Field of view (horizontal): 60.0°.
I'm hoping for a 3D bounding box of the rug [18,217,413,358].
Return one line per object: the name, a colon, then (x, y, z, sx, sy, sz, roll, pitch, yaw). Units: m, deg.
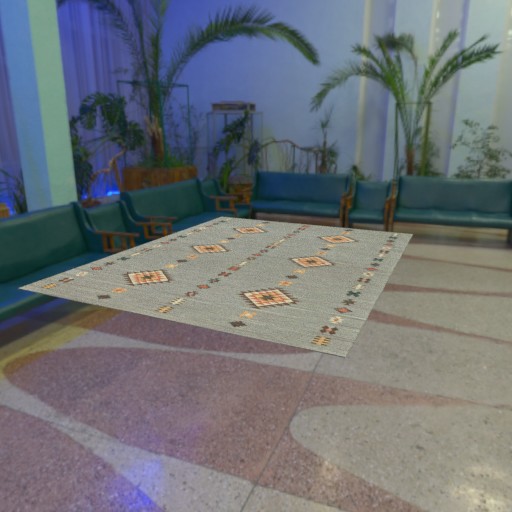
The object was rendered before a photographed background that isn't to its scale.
rug: (0.000, 0.000, 4.070, 2.425, 0.008, 3.035, 7, 17, 24)
